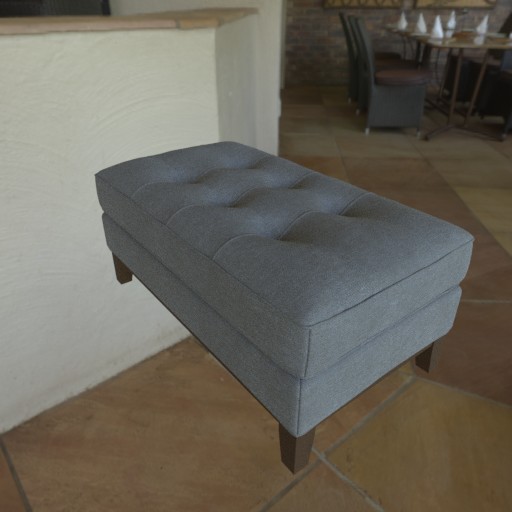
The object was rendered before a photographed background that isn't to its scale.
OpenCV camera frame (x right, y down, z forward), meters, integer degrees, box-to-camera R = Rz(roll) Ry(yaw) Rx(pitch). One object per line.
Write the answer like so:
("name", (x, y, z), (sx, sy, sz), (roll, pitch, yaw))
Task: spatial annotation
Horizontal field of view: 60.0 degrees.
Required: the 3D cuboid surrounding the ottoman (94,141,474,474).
("ottoman", (0.000, 0.000, 1.470), (0.648, 0.514, 1.143), (-21, 36, -32))
